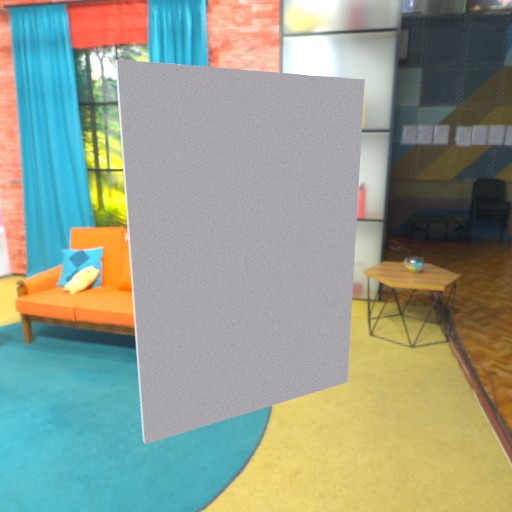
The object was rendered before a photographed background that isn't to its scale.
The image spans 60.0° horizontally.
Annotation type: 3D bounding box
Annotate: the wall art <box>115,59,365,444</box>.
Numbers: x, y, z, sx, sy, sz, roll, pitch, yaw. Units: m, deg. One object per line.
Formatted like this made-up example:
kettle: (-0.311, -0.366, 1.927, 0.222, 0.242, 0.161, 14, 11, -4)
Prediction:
wall art: (0.000, 0.000, 0.686, 0.381, 0.533, 0.013, -7, 16, -27)
